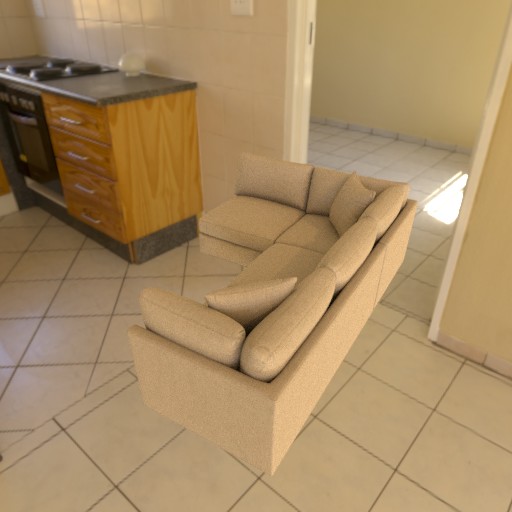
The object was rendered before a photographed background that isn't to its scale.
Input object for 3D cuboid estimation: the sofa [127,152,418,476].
[{"bbox_3d":[0.000,0.000,3.844,1.994,0.978,2.896,18,35,26],"label":"sofa"}]
